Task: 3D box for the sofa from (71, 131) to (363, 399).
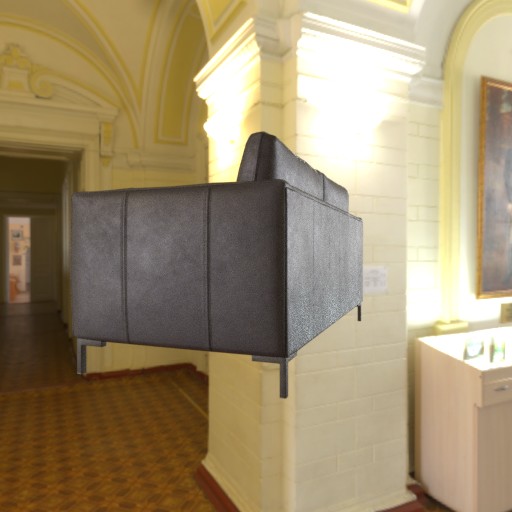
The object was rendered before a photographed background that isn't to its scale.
[{"bbox_3d":[0.000,0.000,2.338,0.947,0.883,1.805,0,1,19],"label":"sofa"}]
